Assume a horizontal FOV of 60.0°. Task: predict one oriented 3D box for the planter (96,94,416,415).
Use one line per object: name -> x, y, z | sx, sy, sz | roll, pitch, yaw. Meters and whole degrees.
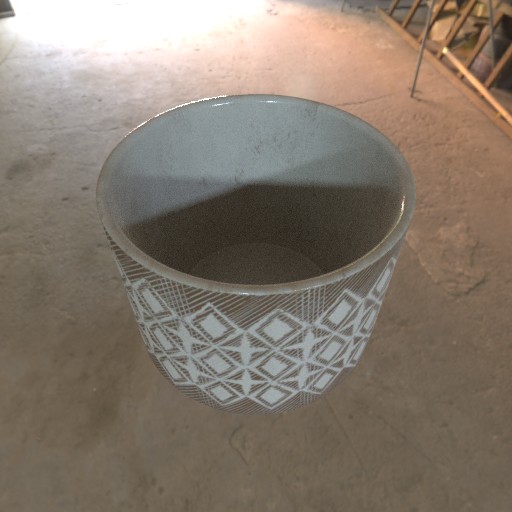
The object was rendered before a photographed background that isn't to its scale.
planter -> 0.000, 0.000, 0.218 | 0.126, 0.104, 0.126 | 0, 48, 0
